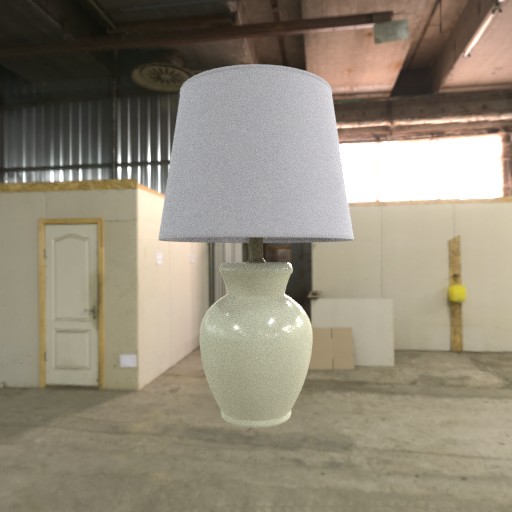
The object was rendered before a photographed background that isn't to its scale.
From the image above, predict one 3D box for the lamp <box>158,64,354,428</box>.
[{"bbox_3d":[0.000,0.000,0.555,0.239,0.399,0.239,0,0,0],"label":"lamp"}]
